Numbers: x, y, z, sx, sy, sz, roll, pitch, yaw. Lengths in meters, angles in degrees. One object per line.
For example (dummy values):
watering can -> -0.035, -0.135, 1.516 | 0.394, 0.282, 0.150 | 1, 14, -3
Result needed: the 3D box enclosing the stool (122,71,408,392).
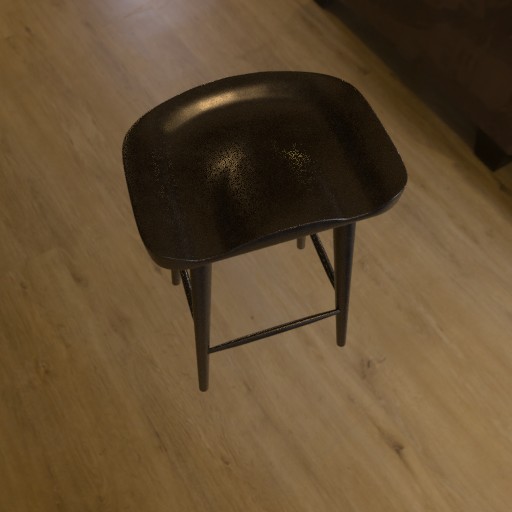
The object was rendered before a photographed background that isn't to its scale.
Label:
stool -> 0.000, 0.000, 1.004 | 0.440, 0.749, 0.361 | -16, 64, -8
